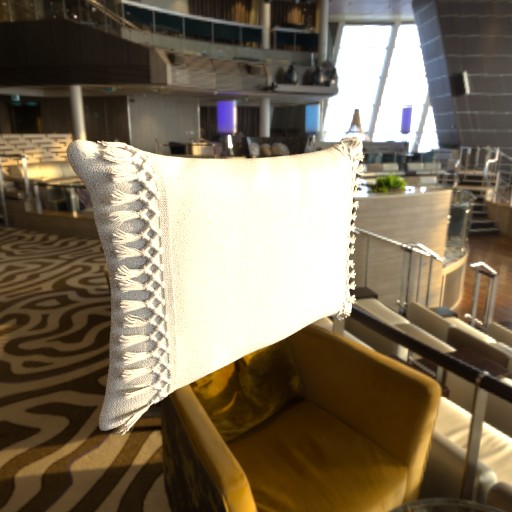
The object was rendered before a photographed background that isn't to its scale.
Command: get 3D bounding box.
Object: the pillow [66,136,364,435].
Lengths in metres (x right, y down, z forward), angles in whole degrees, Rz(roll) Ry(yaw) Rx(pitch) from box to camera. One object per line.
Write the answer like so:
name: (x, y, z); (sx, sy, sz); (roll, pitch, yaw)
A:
pillow: (0.000, 0.000, 0.585); (0.466, 0.305, 0.084); (-15, 21, -42)
